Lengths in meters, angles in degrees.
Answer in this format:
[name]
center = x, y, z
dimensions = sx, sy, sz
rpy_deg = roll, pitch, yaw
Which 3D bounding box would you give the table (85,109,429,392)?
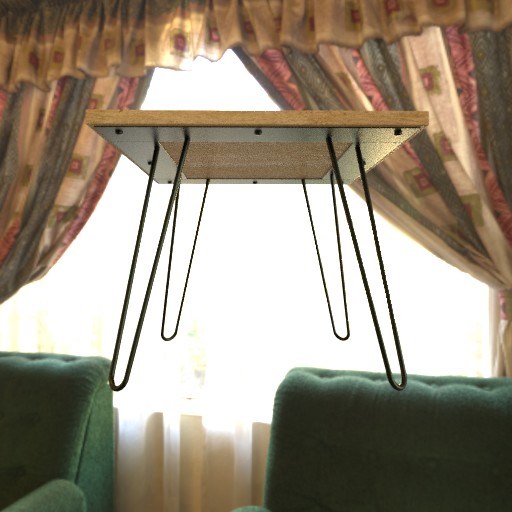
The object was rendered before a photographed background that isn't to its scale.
[table]
center = 0.000, 0.000, 1.066
dimensions = 0.599, 0.500, 0.599
rpy_deg = 0, -1, -1
